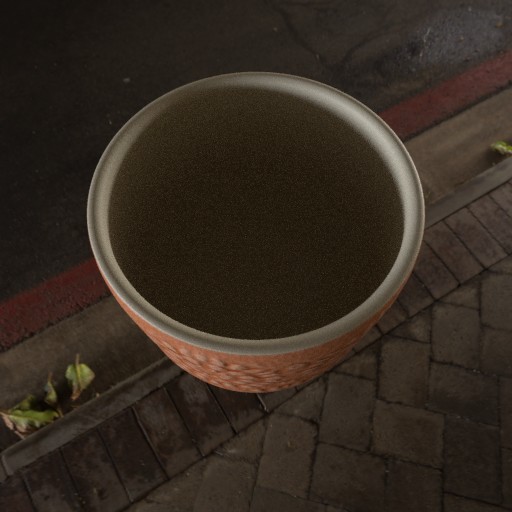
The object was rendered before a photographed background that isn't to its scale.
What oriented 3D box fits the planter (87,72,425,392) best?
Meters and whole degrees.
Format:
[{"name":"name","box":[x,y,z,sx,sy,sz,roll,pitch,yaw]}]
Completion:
[{"name":"planter","box":[0.000,0.000,0.210,0.124,0.109,0.124,0,63,0]}]
